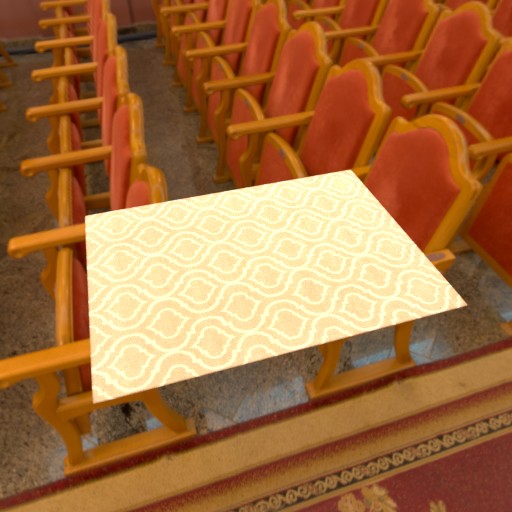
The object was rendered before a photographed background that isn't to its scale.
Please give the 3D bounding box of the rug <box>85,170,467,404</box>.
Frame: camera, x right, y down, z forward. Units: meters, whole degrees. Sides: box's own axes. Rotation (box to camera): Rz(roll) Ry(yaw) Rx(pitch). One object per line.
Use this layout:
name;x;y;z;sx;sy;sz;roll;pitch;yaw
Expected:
rug;0.000;0.000;4.590;3.353;0.010;2.438;-12;44;-12
